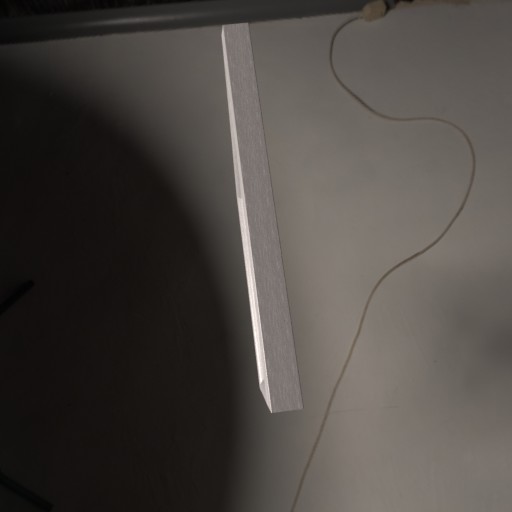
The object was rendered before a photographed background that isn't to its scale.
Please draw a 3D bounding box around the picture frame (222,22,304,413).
[{"bbox_3d":[0.000,0.000,0.534,0.027,0.378,0.327,-7,75,-2],"label":"picture frame"}]
